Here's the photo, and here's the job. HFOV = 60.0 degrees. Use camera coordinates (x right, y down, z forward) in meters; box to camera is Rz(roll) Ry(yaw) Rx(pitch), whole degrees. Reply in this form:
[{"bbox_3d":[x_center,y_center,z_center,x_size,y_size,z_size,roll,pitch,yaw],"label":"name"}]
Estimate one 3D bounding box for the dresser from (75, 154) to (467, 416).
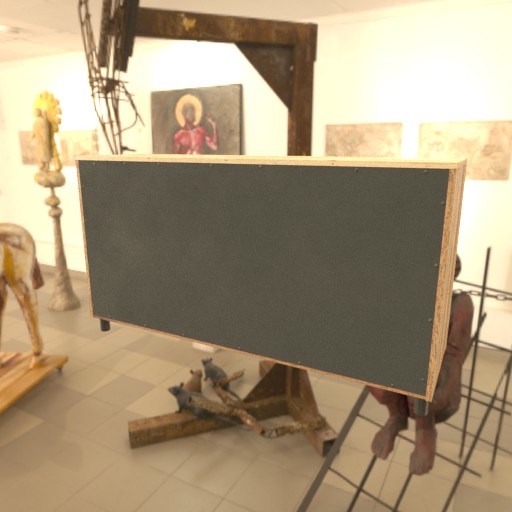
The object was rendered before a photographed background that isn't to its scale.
[{"bbox_3d":[0.000,0.000,1.909,1.547,0.834,0.487,7,16,27],"label":"dresser"}]
